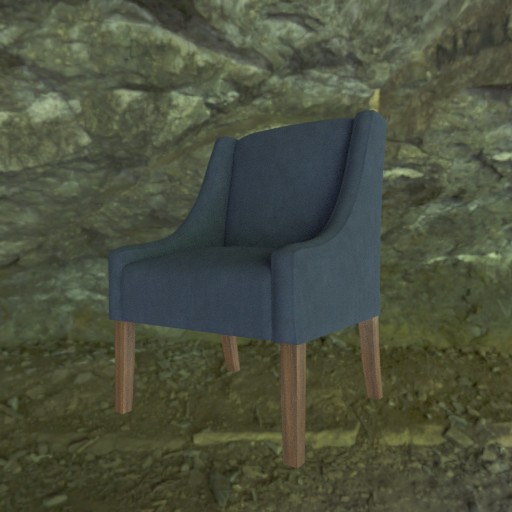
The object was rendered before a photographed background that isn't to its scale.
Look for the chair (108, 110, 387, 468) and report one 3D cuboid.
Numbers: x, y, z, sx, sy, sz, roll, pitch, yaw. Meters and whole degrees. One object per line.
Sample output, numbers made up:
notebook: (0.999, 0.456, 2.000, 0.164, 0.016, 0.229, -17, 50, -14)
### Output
chair: (0.000, 0.000, 1.343, 0.629, 0.895, 0.629, 0, 1, 34)
